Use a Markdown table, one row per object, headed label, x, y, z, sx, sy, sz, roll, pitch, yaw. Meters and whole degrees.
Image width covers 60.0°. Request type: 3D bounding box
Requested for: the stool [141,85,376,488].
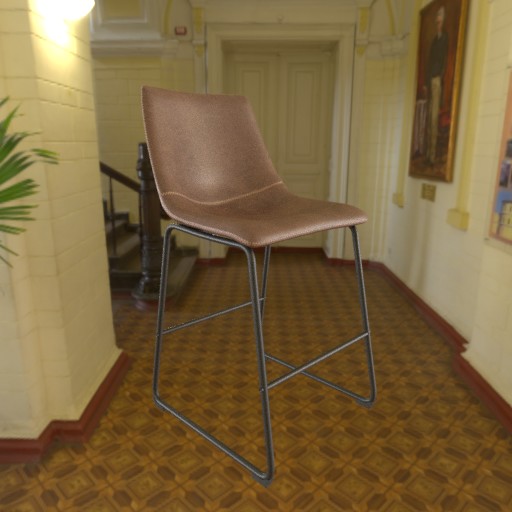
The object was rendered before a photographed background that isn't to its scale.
| label | x | y | z | sx | sy | sz | roll | pitch | yaw |
| --- | --- | --- | --- | --- | --- | --- | --- | --- | --- |
| stool | 0.000 | 0.000 | 1.212 | 0.460 | 0.890 | 0.550 | -14 | 20 | -43 |
